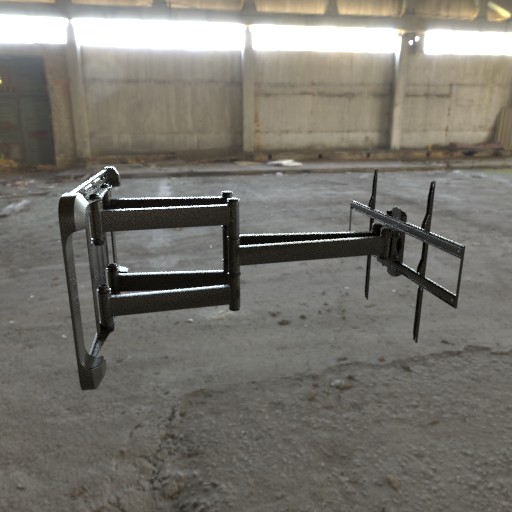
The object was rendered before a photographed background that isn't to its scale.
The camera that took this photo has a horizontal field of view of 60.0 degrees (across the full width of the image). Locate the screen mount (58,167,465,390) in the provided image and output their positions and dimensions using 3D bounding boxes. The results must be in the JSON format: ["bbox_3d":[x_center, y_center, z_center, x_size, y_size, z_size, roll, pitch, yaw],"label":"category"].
[{"bbox_3d":[0.000,0.000,1.326,0.905,0.483,0.725,-3,17,-10],"label":"screen mount"}]
